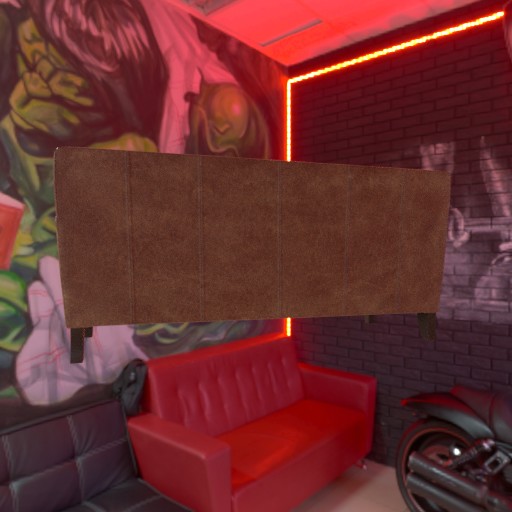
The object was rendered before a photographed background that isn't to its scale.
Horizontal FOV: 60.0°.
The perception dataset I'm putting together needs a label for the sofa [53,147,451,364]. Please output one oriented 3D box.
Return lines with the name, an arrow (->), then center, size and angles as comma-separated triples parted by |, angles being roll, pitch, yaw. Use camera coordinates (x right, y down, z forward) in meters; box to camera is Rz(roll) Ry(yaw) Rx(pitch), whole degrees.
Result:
sofa -> 0.000, 0.000, 2.560 | 2.053, 0.947, 0.805 | 0, 0, -17
